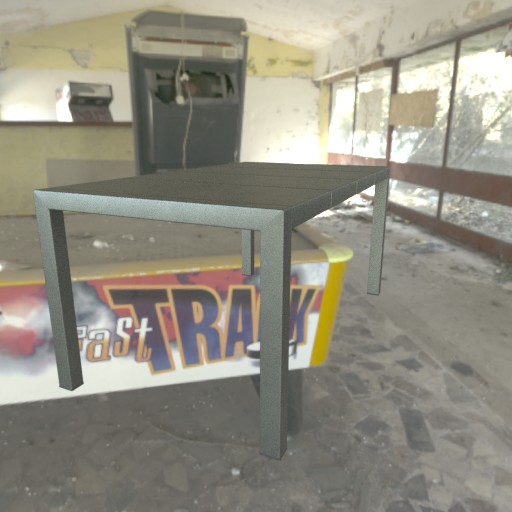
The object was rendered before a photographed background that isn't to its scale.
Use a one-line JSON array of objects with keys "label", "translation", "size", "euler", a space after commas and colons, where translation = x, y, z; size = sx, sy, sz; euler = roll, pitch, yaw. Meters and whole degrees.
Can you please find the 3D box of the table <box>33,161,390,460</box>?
[{"label": "table", "translation": [0.000, 0.000, 1.275], "size": [0.559, 0.460, 0.965], "euler": [7, 17, 25]}]
